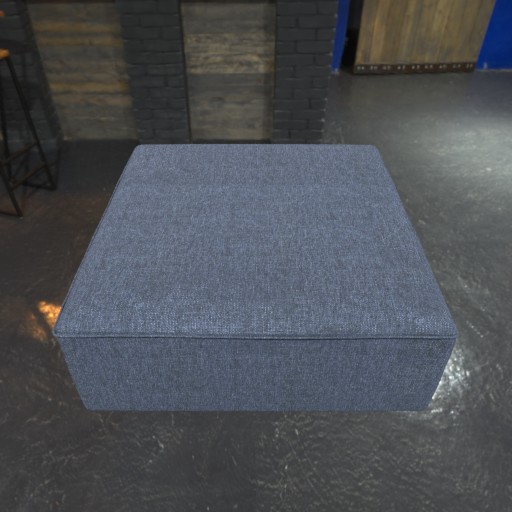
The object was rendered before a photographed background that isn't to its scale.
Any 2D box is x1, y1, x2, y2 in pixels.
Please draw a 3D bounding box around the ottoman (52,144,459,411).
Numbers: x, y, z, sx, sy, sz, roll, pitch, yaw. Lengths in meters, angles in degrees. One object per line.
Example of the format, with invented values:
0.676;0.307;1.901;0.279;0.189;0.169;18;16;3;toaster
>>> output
0.000;0.000;1.560;1.023;0.423;1.017;0;41;1;ottoman
